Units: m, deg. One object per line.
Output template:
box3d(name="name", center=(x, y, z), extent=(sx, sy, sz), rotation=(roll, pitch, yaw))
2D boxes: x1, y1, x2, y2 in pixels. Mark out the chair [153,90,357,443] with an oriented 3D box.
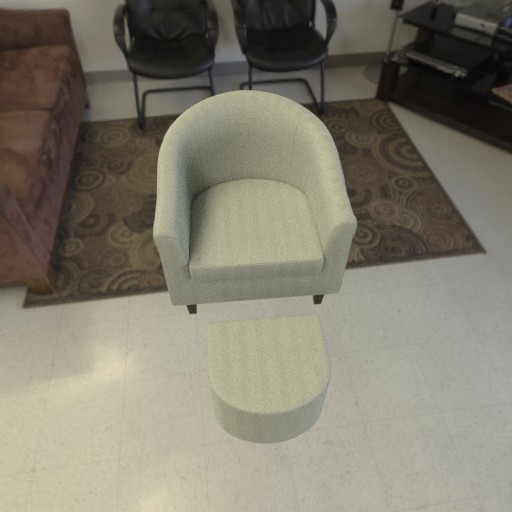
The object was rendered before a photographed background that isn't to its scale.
box3d(name="chair", center=(0.000, 0.000, 1.786), extent=(0.756, 0.757, 1.288), rotation=(-4, 48, -4))
